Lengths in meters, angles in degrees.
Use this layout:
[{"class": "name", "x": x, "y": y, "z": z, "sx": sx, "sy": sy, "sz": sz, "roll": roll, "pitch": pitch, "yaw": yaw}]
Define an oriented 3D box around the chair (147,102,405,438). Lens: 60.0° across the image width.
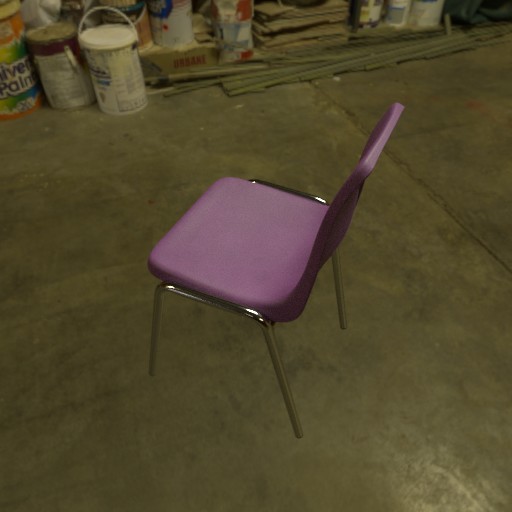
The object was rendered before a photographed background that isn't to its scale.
[{"class": "chair", "x": 0.000, "y": 0.000, "z": 0.939, "sx": 0.432, "sy": 0.704, "sz": 0.381, "roll": 19, "pitch": 48, "yaw": 18}]
